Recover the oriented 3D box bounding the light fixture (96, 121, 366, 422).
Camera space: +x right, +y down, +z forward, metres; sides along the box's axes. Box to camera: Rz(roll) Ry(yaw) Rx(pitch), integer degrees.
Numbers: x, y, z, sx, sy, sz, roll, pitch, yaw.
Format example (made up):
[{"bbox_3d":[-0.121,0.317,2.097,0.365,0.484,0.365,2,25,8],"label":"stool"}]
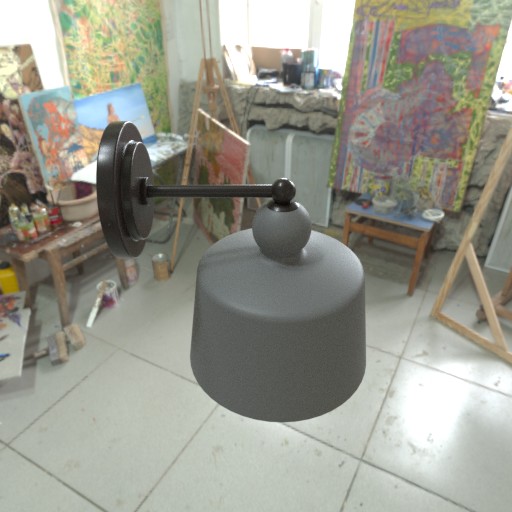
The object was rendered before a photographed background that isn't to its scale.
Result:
[{"bbox_3d":[0.000,0.000,0.452,0.254,0.268,0.204,0,32,0],"label":"light fixture"}]
